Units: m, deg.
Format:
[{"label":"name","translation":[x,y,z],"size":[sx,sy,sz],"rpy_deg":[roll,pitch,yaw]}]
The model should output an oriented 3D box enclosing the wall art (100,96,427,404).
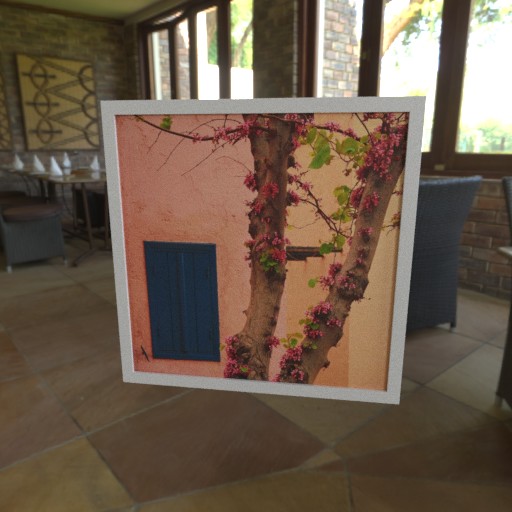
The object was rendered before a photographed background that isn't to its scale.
[{"label":"wall art","translation":[0.000,0.000,1.138],"size":[0.762,0.762,0.038],"rpy_deg":[2,14,8]}]
